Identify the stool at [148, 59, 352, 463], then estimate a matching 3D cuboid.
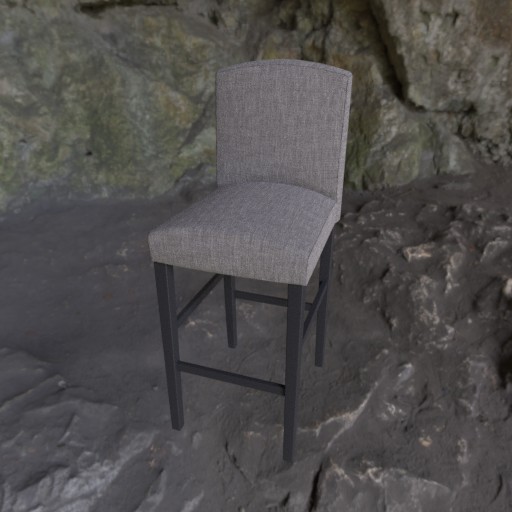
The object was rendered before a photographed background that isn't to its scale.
[{"bbox_3d":[0.000,0.000,1.412,0.451,1.138,0.552,8,26,17],"label":"stool"}]
